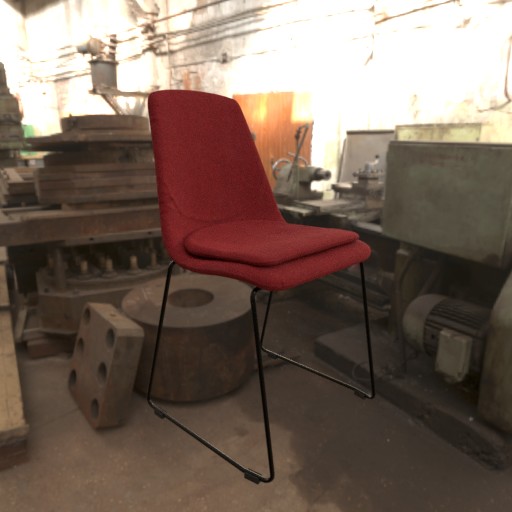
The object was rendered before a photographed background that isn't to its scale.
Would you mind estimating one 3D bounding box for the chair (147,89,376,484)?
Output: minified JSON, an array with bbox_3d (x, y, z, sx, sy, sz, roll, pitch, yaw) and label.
[{"bbox_3d":[0.000,0.000,1.168,0.518,0.858,0.479,13,20,42],"label":"chair"}]
